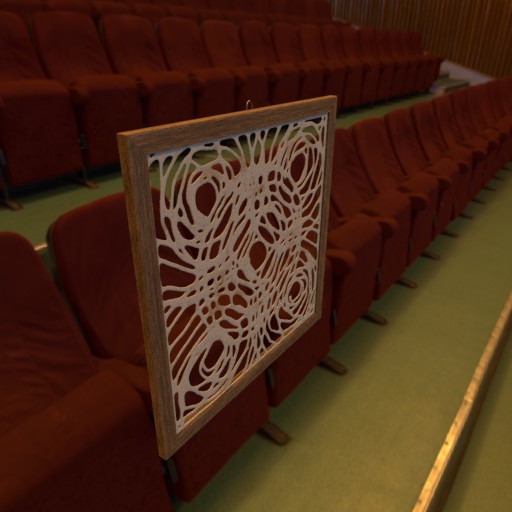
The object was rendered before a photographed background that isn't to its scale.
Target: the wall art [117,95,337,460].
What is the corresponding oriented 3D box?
[{"bbox_3d":[0.000,0.000,0.863,0.021,0.576,0.561,18,31,32],"label":"wall art"}]
